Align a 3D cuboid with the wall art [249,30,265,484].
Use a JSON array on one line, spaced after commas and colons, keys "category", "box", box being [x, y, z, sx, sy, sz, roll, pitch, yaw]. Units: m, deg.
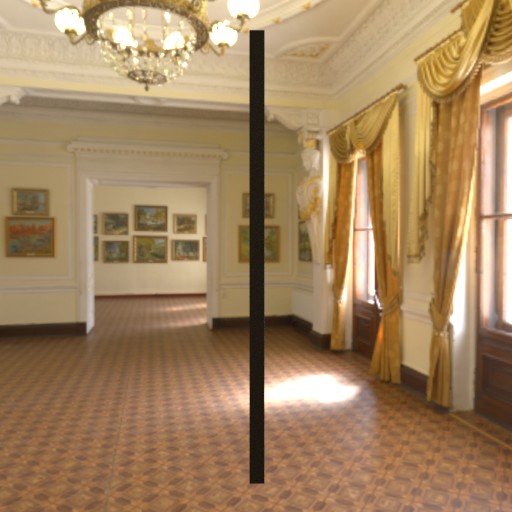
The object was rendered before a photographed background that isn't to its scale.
[{"category": "wall art", "box": [0.000, 0.000, 1.446, 0.036, 1.070, 0.802, 0, 1, 0]}]
